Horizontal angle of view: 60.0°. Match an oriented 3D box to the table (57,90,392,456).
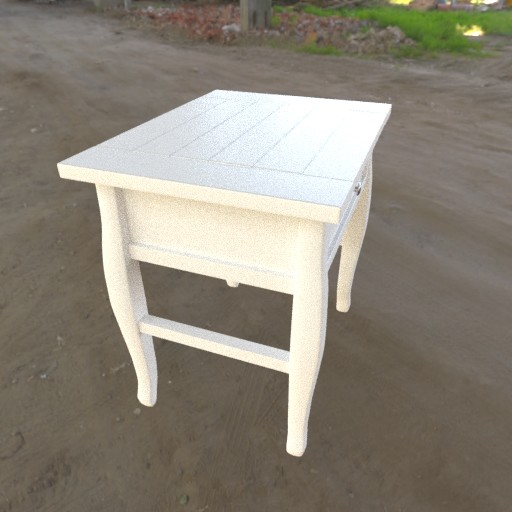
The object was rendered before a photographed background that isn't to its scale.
[{"bbox_3d":[0.000,0.000,1.042,0.463,0.605,0.599,11,34,17],"label":"table"}]
